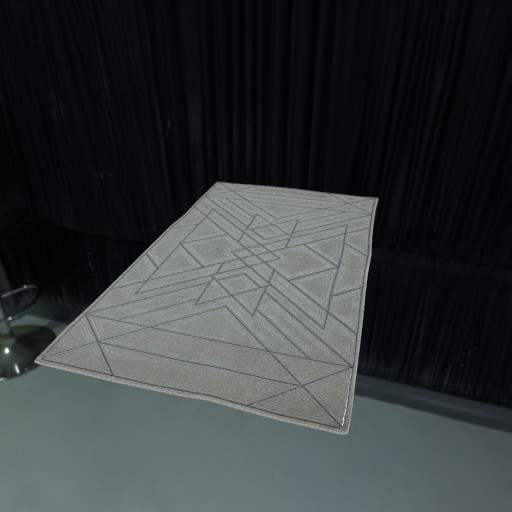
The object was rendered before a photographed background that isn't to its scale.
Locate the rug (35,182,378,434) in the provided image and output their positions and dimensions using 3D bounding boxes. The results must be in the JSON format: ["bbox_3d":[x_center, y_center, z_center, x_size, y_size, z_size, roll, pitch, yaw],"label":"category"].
[{"bbox_3d":[0.000,0.000,1.025,0.511,0.008,0.869,8,31,14],"label":"rug"}]
